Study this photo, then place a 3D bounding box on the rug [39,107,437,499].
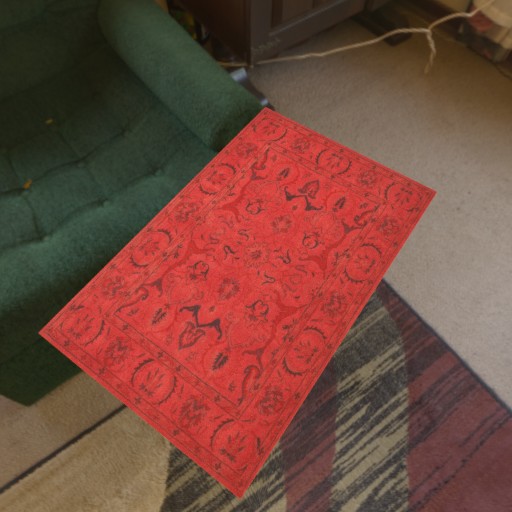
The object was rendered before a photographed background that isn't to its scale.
[{"bbox_3d":[0.000,0.000,2.973,1.534,0.010,2.423,32,65,17],"label":"rug"}]
